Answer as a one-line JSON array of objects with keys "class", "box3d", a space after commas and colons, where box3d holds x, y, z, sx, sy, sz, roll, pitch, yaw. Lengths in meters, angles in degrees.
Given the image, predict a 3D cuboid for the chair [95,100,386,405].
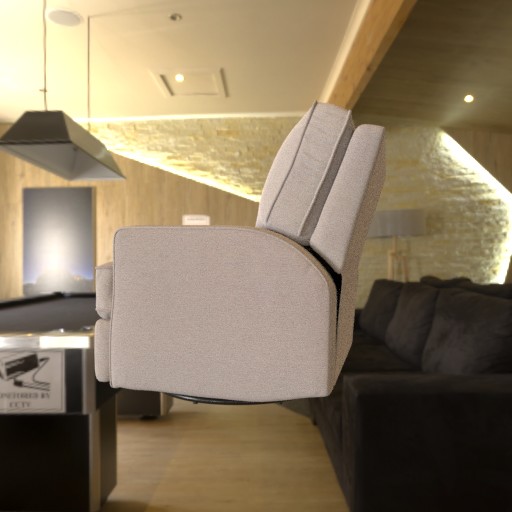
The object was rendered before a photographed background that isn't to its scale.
[{"class": "chair", "box3d": [0.000, 0.000, 1.723, 0.969, 0.964, 0.861, 0, -1, 16]}]
